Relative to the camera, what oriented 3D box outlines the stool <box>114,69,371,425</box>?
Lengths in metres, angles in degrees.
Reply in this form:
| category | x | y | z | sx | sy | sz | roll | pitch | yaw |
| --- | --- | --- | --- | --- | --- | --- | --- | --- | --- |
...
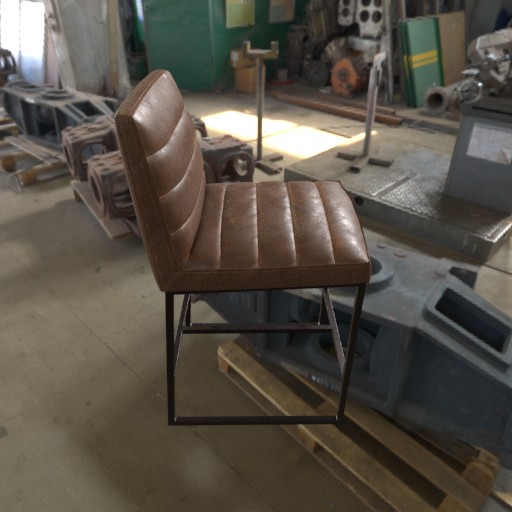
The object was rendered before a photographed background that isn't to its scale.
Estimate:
| category | x | y | z | sx | sy | sz | roll | pitch | yaw |
| --- | --- | --- | --- | --- | --- | --- | --- | --- | --- |
| stool | 0.000 | 0.000 | 1.268 | 0.562 | 0.942 | 0.463 | 0 | 34 | 0 |
